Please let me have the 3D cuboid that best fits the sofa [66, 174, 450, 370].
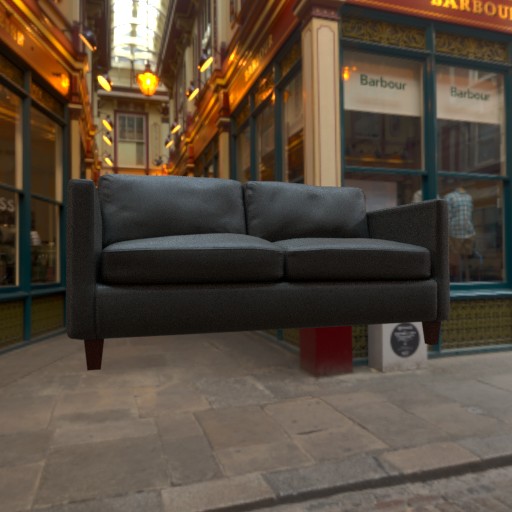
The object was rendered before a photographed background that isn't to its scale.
[{"bbox_3d":[0.000,0.000,2.458,1.883,0.933,0.951,0,-1,-19],"label":"sofa"}]
